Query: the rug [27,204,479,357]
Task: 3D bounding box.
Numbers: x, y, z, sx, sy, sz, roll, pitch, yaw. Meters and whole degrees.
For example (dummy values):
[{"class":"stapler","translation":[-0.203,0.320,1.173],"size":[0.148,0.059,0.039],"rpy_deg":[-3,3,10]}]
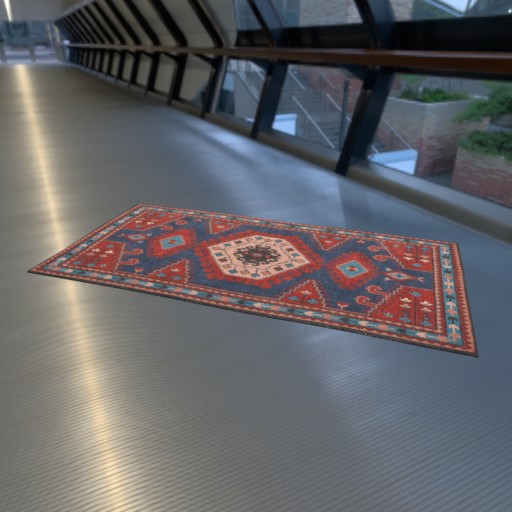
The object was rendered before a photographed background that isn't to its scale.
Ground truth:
[{"class":"rug","translation":[0.000,0.000,3.453],"size":[3.032,0.034,1.522],"rpy_deg":[8,28,16]}]
